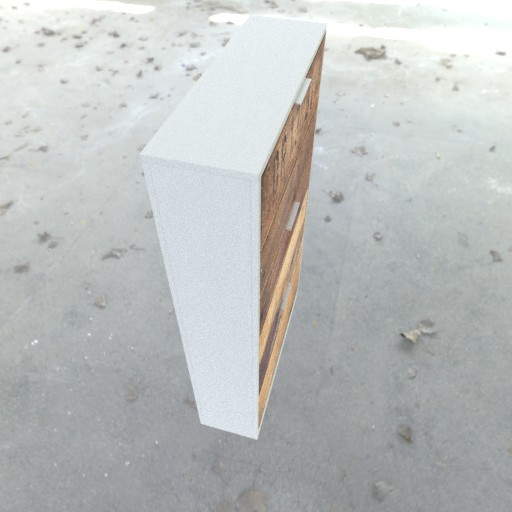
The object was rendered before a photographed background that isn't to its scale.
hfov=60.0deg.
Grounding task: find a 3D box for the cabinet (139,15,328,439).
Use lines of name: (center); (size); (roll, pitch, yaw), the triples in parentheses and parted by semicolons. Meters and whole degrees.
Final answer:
cabinet: (0.000, 0.000, 1.533); (0.250, 1.280, 0.750); (12, 48, 11)
